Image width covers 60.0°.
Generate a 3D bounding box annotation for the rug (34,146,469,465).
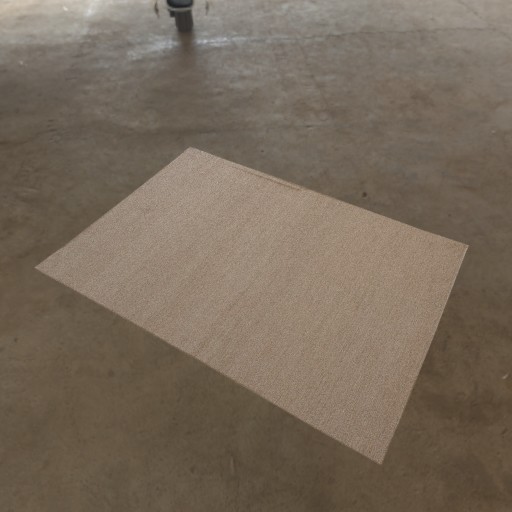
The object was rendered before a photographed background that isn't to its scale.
[{"bbox_3d":[0.000,0.000,3.557,2.869,0.038,2.032,24,50,21],"label":"rug"}]
